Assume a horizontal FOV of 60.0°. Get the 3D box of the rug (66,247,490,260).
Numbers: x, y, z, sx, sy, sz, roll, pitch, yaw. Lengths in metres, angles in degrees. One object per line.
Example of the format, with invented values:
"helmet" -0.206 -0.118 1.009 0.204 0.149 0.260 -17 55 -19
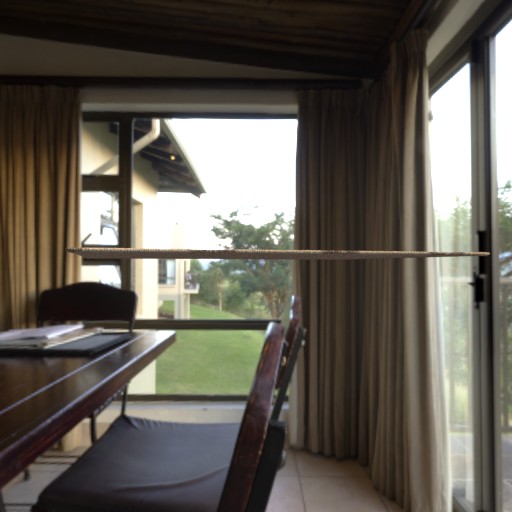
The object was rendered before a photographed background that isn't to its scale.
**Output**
"rug" 0.000 0.000 4.052 3.000 0.026 2.399 0 -1 -18
